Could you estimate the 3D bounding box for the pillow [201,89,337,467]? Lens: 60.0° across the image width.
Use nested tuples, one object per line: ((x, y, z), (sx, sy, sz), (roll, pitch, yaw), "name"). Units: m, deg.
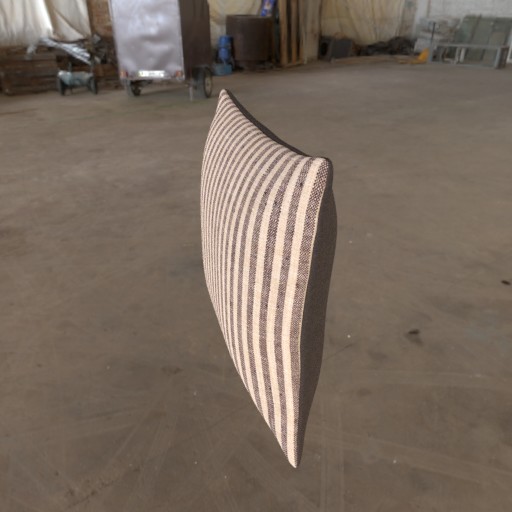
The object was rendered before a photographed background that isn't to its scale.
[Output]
((0.000, 0.000, 0.805), (0.166, 0.506, 0.523), (-8, 30, -14), "pillow")
